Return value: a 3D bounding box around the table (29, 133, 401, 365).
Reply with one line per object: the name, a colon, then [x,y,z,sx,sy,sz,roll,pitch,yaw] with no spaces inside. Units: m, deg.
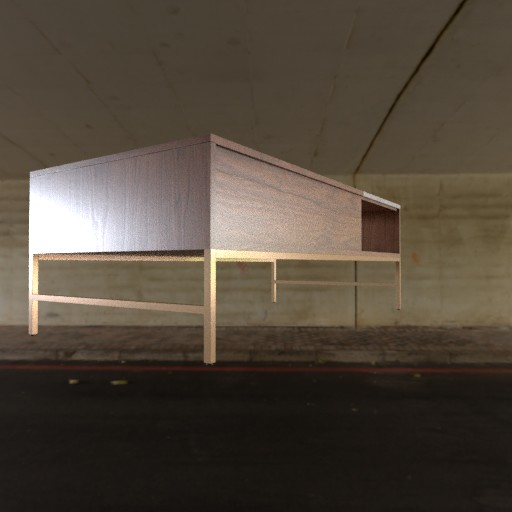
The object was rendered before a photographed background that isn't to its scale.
table: [0.000,0.000,1.911,0.789,0.551,1.553,-1,-1,34]
